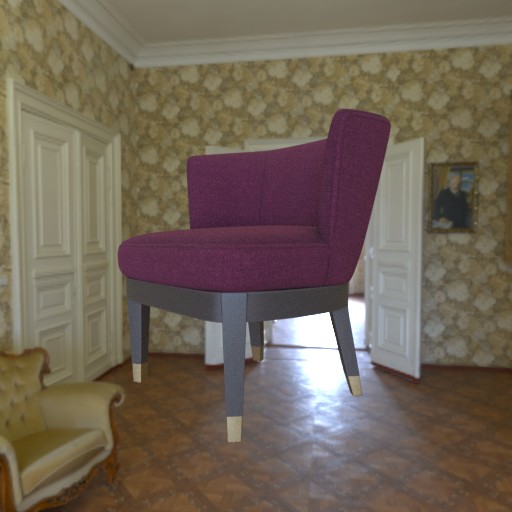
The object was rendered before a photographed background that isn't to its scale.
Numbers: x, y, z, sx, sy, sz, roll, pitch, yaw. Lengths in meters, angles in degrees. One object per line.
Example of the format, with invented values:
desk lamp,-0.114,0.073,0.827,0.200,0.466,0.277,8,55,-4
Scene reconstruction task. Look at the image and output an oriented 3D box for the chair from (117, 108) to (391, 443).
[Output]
chair,0.000,0.000,1.270,0.660,0.760,0.700,-1,2,-37
